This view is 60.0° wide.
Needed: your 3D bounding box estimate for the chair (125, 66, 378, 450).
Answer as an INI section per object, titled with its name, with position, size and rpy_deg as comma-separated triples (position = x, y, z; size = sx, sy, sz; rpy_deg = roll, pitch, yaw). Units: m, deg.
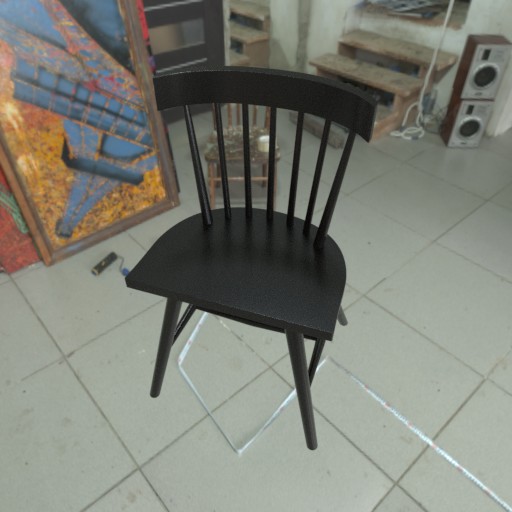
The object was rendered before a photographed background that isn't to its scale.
[chair]
position = 0.000, 0.000, 1.136
size = 0.506, 0.844, 0.483
rpy_deg = 13, 43, 14
